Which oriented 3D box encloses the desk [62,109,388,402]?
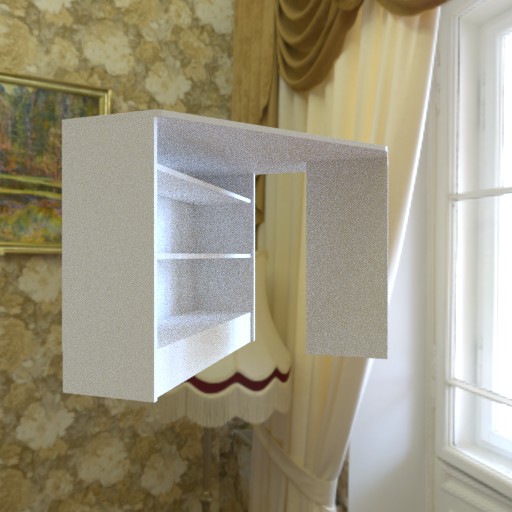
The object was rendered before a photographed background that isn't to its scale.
[{"bbox_3d":[0.000,0.000,1.640,0.926,0.818,0.940,0,0,17],"label":"desk"}]
